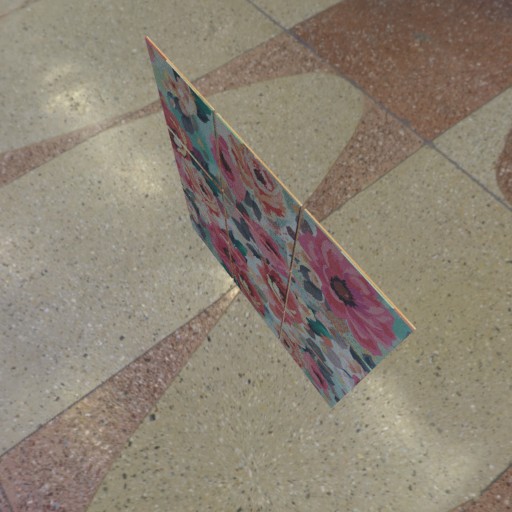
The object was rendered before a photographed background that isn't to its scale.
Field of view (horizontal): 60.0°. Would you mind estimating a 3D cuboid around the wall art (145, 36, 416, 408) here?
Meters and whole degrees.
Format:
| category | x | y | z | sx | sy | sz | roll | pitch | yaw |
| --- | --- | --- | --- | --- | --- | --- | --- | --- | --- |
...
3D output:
| category | x | y | z | sx | sy | sz | roll | pitch | yaw |
| --- | --- | --- | --- | --- | --- | --- | --- | --- | --- |
| wall art | 0.000 | 0.000 | 2.202 | 0.013 | 1.519 | 1.521 | -33 | 68 | -15 |
